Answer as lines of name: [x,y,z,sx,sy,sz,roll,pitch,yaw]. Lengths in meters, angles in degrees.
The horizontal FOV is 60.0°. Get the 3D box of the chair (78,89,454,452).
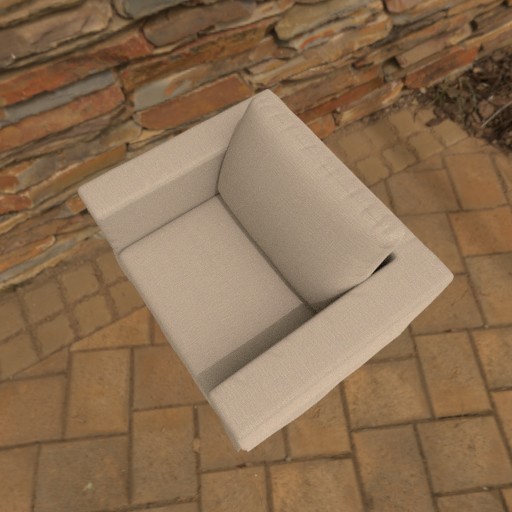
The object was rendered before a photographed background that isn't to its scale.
chair: [0.000,0.000,1.812,0.957,0.878,1.150,-32,68,-15]
